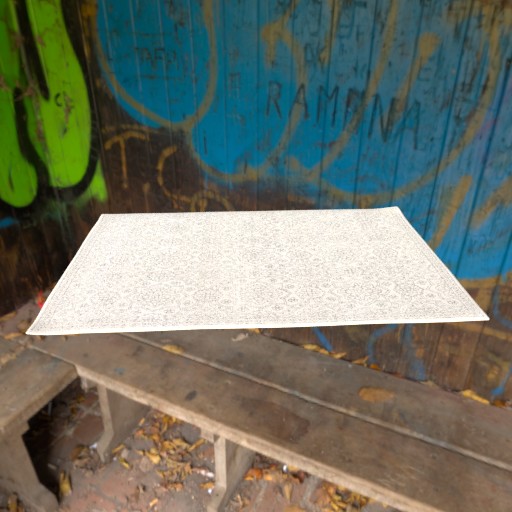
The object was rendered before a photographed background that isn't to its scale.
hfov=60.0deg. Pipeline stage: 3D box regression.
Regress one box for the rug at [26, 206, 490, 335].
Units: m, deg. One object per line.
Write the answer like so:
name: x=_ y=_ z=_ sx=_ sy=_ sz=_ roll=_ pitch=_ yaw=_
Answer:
rug: x=0.000 y=0.000 z=2.373 sx=1.947 sy=0.023 sz=1.214 roll=-1 pitch=29 yaw=-2
